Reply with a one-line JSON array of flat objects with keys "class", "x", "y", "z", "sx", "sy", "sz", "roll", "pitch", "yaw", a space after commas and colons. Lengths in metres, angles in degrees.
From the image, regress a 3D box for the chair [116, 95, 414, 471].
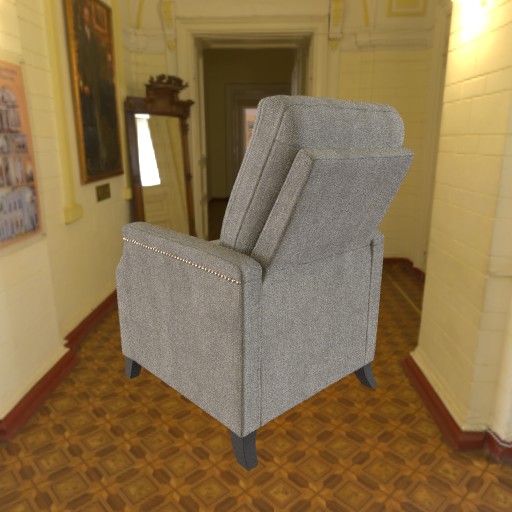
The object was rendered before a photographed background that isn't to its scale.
[{"class": "chair", "x": 0.000, "y": 0.000, "z": 1.619, "sx": 0.710, "sy": 1.049, "sz": 0.922, "roll": -13, "pitch": 19, "yaw": -42}]
